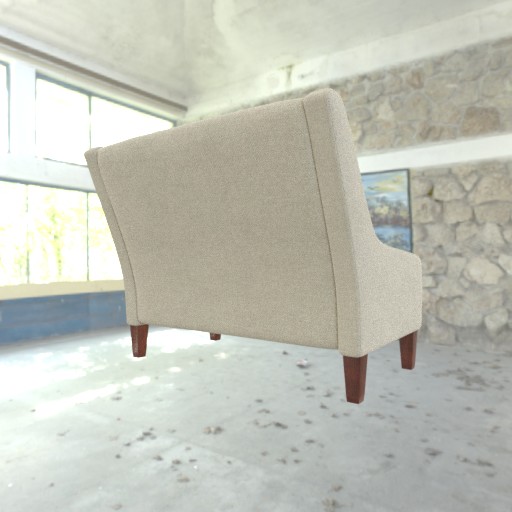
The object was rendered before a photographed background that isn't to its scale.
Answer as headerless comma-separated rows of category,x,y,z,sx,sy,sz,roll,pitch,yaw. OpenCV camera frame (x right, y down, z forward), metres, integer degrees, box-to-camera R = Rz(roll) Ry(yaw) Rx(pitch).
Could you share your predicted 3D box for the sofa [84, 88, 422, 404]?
sofa,0.000,0.000,1.971,1.212,0.976,0.946,0,0,37
